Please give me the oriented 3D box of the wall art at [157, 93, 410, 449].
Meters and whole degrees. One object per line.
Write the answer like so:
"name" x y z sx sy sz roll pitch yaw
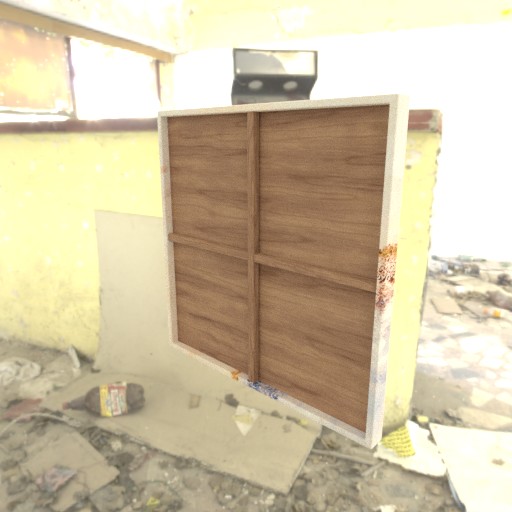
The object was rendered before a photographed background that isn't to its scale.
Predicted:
"wall art" 0.000 0.000 1.637 1.061 1.061 0.071 13 20 41
